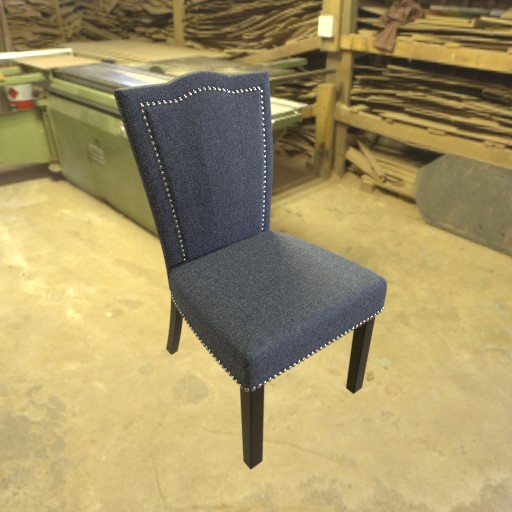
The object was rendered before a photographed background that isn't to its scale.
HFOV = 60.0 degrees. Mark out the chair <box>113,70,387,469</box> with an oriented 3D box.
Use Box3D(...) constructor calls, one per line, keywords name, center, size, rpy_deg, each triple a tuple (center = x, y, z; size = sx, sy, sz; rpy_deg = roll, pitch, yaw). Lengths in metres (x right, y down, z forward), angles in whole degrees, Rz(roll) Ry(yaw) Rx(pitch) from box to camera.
Box3D(name="chair", center=(0.000, 0.000, 1.287), size=(0.518, 0.946, 0.589), rpy_deg=(-22, 37, -33))
